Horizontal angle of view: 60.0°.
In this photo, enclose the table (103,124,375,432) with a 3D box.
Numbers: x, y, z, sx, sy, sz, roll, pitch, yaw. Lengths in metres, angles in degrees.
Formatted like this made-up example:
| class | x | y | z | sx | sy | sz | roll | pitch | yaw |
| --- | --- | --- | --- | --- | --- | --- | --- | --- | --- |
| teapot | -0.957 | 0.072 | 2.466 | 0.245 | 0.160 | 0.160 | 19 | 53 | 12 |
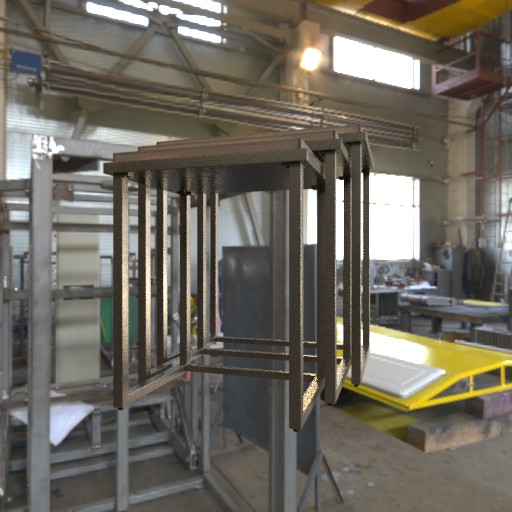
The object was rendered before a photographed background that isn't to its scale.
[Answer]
| class | x | y | z | sx | sy | sz | roll | pitch | yaw |
| --- | --- | --- | --- | --- | --- | --- | --- | --- | --- |
| table | 0.000 | 0.000 | 1.142 | 0.559 | 0.610 | 0.706 | 0 | 0 | 18 |
